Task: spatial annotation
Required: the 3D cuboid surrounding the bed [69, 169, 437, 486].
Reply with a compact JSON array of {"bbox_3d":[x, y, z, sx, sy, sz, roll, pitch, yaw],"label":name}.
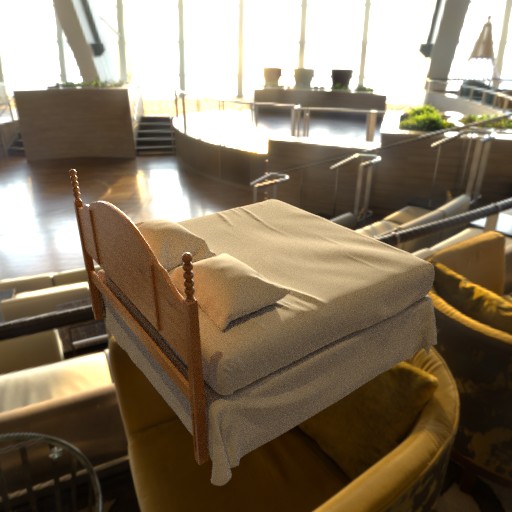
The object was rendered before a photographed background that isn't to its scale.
[{"bbox_3d":[0.000,0.000,3.579,2.219,1.355,2.322,-17,31,-32],"label":"bed"}]
